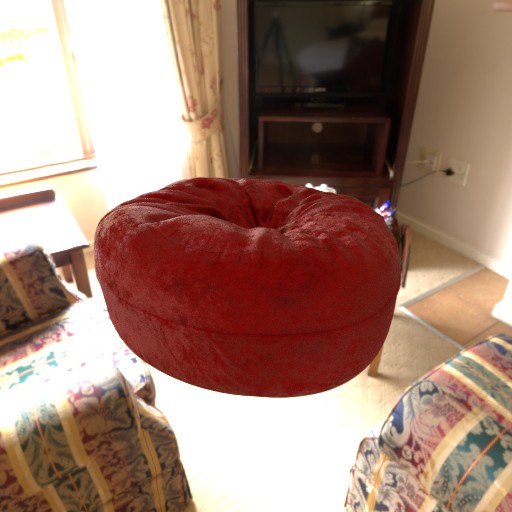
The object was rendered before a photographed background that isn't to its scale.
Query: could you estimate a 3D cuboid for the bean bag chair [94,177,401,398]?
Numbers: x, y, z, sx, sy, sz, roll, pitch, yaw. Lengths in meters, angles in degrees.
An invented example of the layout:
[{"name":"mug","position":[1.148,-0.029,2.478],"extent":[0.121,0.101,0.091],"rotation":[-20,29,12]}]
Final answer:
[{"name":"bean bag chair","position":[0.000,0.000,2.438],"extent":[1.524,0.878,1.524],"rotation":[10,33,15]}]
